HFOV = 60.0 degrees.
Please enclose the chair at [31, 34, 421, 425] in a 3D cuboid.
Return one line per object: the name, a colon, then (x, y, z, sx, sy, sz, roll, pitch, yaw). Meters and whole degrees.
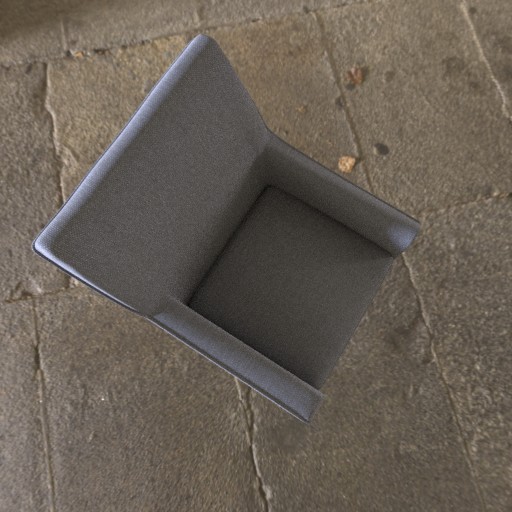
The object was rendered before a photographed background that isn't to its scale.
chair: (0.000, 0.000, 1.570, 0.899, 0.919, 0.780, 32, 78, 8)
